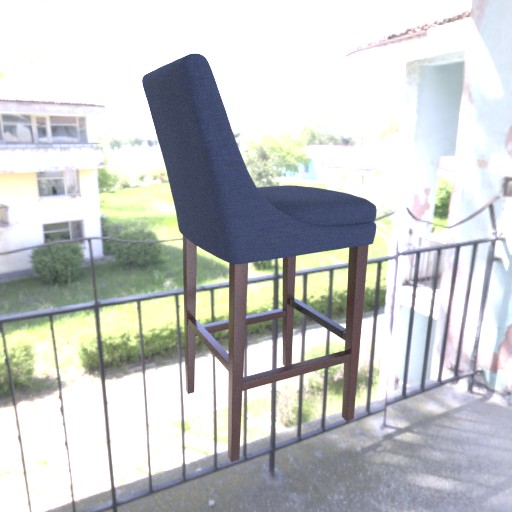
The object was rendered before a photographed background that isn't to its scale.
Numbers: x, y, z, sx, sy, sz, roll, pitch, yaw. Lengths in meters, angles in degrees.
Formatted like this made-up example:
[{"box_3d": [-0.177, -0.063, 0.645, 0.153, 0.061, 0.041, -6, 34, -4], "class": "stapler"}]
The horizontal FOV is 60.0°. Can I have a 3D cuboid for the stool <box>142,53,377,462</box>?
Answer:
[{"box_3d": [0.000, 0.000, 1.381, 0.577, 1.078, 0.470, -8, 17, -26], "class": "stool"}]
